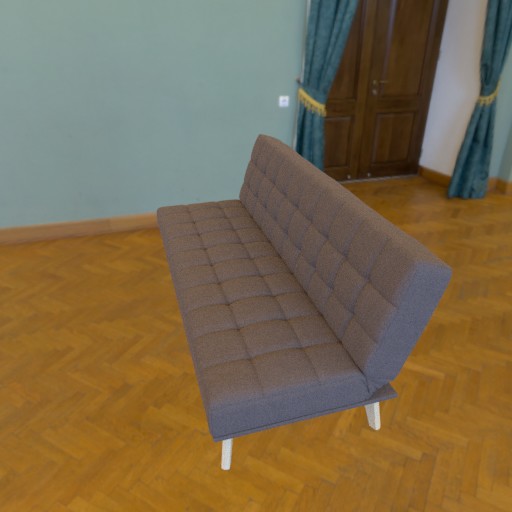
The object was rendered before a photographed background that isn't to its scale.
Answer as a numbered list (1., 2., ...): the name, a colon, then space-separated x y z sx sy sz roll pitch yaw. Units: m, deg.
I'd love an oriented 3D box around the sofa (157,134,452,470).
1. sofa: 0.000 0.000 2.288 0.860 0.810 1.800 -8 30 -14
